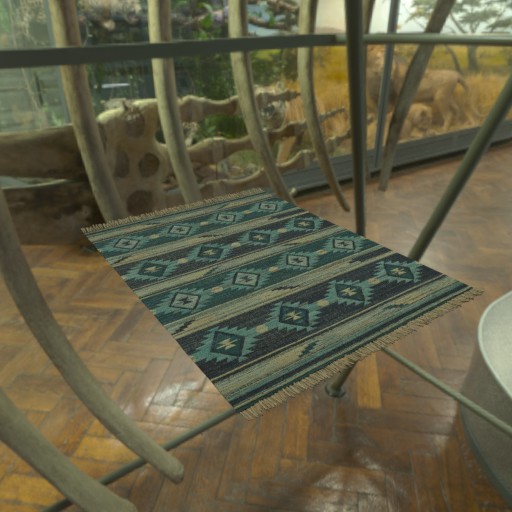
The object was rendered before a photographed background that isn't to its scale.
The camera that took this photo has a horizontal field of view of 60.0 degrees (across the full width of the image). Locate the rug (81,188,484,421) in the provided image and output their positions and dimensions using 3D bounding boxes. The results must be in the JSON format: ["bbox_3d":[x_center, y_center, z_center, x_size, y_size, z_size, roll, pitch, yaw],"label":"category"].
[{"bbox_3d":[0.000,0.000,4.295,2.418,0.047,3.307,-18,32,-31],"label":"rug"}]
